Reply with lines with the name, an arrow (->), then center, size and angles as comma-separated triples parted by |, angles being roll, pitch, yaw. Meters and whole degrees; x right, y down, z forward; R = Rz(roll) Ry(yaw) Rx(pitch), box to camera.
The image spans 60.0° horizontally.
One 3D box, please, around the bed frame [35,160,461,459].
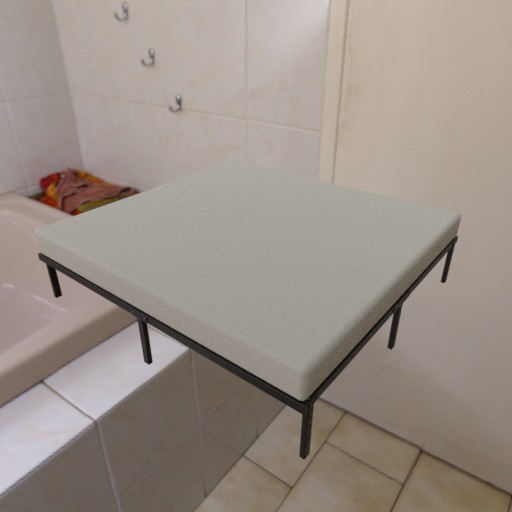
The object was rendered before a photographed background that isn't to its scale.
bed frame -> 0.000, 0.000, 3.872 | 2.635, 0.680, 2.526 | 21, 35, 33
